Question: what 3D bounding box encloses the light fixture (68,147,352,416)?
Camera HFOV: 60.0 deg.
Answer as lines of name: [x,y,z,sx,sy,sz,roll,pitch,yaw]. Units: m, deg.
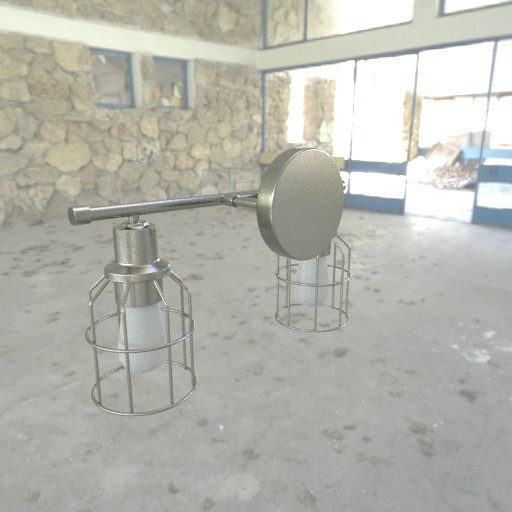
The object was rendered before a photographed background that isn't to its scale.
light fixture: [0.000,0.000,0.532,0.406,0.254,0.165,-13,20,-42]
